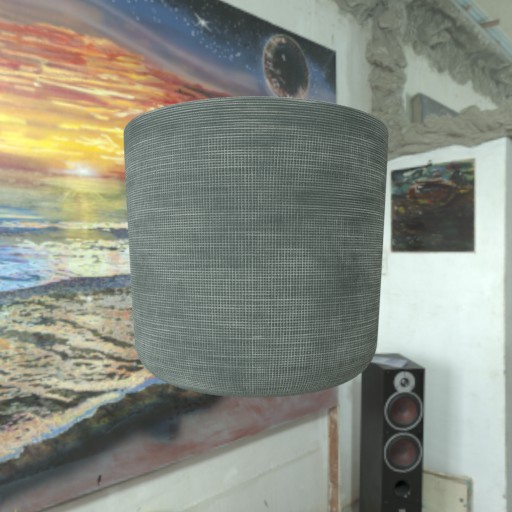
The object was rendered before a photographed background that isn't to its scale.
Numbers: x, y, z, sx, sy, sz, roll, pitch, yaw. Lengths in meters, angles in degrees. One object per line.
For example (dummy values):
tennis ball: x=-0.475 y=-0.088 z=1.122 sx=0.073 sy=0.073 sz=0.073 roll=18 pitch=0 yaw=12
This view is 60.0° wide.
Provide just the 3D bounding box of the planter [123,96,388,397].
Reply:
planter: x=0.000 y=0.000 z=0.769 sx=0.440 sy=0.398 sz=0.440 roll=0 pitch=0 yaw=0
